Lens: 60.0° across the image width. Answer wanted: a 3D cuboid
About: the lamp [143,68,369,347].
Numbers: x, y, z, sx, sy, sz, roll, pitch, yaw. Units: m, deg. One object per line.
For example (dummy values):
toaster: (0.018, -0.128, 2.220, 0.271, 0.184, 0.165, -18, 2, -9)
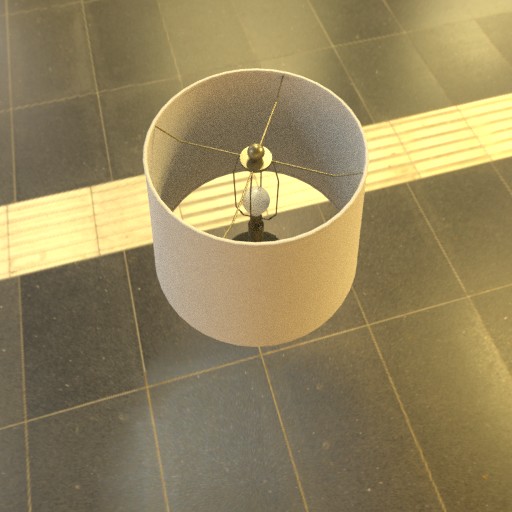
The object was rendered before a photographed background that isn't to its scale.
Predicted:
lamp: (0.000, 0.000, 0.547, 0.239, 0.399, 0.239, 0, 63, 0)
